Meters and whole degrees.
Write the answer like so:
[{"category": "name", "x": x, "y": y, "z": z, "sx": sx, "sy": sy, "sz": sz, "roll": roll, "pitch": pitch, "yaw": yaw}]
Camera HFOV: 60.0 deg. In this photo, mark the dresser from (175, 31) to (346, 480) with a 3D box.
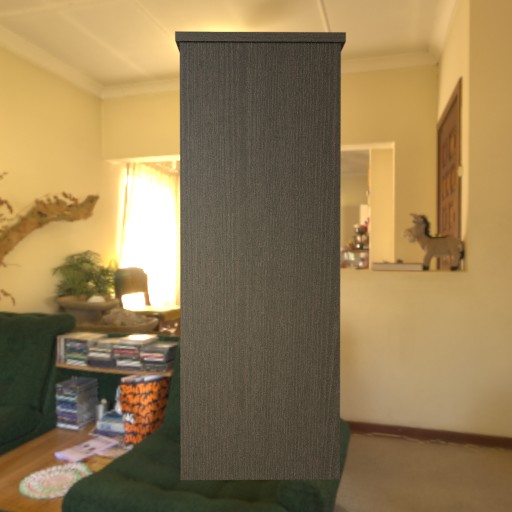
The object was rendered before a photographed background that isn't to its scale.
[{"category": "dresser", "x": 0.000, "y": 0.000, "z": 1.357, "sx": 0.399, "sy": 1.020, "sz": 0.704, "roll": 0, "pitch": 1, "yaw": -1}]
